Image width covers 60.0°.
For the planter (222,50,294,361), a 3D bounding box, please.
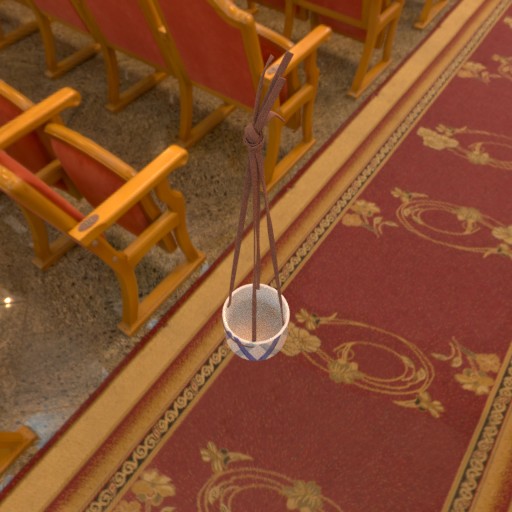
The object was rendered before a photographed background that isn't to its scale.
[{"bbox_3d":[0.000,0.000,0.802,0.153,0.753,0.157,32,63,19],"label":"planter"}]
